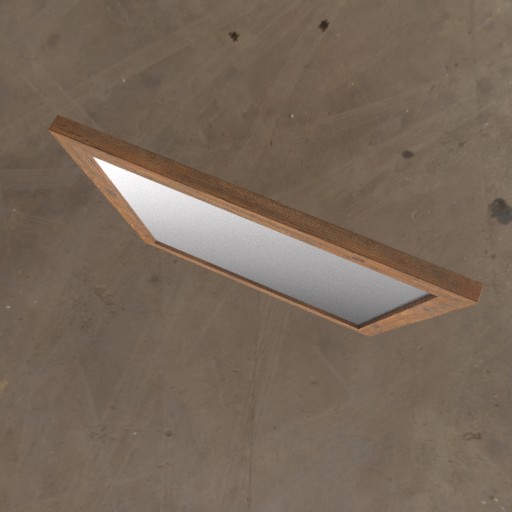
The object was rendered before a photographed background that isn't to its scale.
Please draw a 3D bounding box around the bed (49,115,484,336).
[{"bbox_3d":[0.000,0.000,1.453,1.046,0.942,0.046,22,77,6],"label":"bed"}]
